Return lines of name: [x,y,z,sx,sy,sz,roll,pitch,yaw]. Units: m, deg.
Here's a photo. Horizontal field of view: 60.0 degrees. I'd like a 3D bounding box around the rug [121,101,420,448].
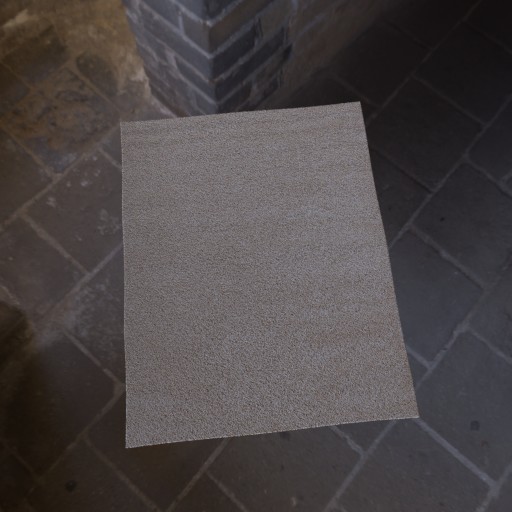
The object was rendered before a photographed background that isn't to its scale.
rug: [0.000,0.000,4.018,2.400,0.026,3.000,-5,74,-2]
